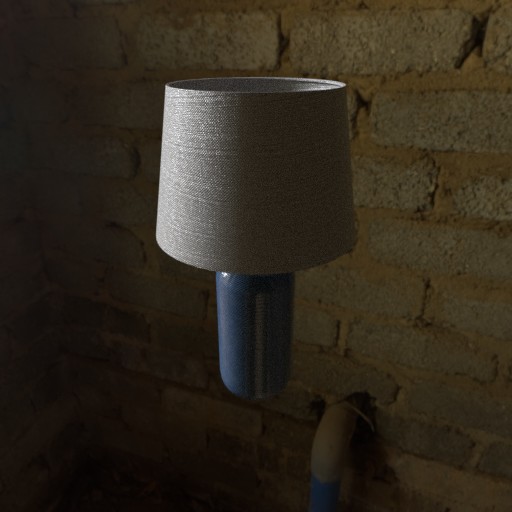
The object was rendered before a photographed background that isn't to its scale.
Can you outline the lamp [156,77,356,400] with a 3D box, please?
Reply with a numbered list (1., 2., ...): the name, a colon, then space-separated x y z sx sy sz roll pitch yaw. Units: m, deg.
1. lamp: 0.000 0.000 0.589 0.253 0.428 0.253 0 26 0
